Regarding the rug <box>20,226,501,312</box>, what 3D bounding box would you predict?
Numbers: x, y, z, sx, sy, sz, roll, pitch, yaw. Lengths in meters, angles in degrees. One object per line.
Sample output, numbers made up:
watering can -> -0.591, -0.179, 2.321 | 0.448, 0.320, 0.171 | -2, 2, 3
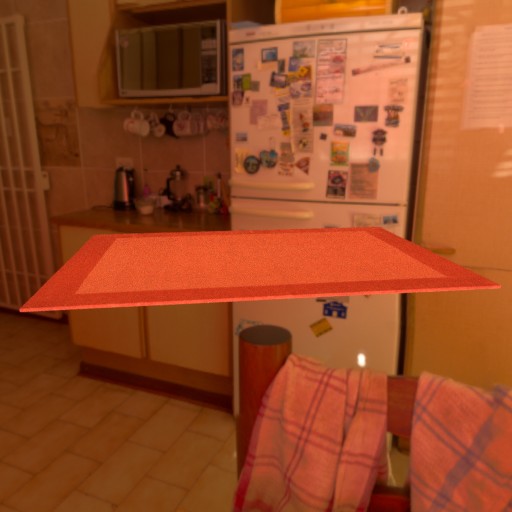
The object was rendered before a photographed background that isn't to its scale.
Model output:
rug -> 0.000, 0.000, 2.244 | 1.829, 0.014, 1.219 | -2, 15, -8
